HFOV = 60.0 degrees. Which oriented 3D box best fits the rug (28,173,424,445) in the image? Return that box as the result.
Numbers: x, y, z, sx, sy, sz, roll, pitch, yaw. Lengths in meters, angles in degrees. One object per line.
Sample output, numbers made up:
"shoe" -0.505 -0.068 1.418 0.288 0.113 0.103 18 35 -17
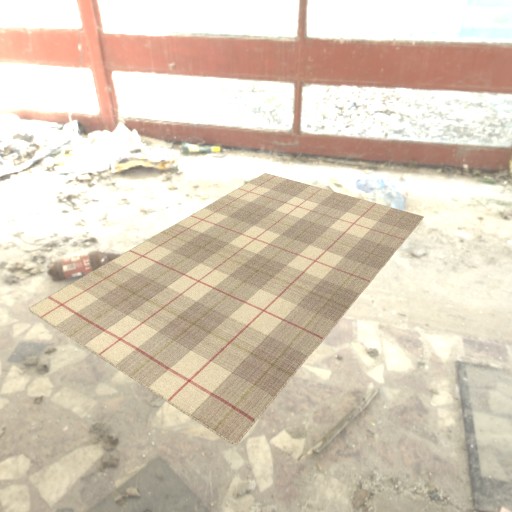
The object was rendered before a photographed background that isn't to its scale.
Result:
"rug" 0.000 0.000 3.059 1.549 0.010 2.464 21 39 29
